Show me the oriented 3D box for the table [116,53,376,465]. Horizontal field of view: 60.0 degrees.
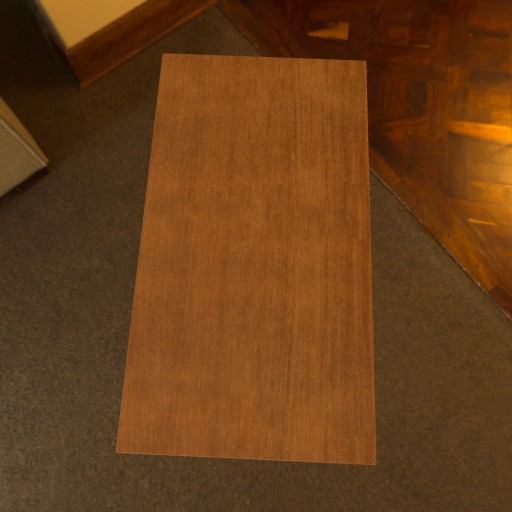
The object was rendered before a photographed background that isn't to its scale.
[{"bbox_3d":[0.000,0.000,1.265,0.549,0.419,1.000,2,75,1],"label":"table"}]
